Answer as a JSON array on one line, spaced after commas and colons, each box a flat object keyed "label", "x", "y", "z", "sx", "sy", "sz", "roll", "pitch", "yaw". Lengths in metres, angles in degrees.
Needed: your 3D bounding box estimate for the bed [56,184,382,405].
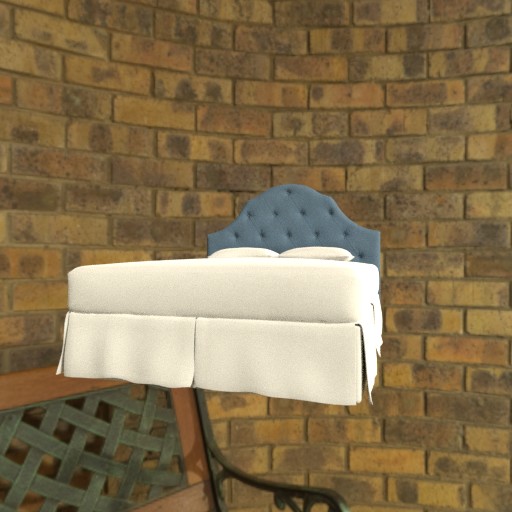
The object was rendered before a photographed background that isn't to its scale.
[{"label": "bed", "x": 0.000, "y": 0.000, "z": 3.772, "sx": 2.039, "sy": 1.617, "sz": 2.477, "roll": 0, "pitch": -1, "yaw": 18}]
